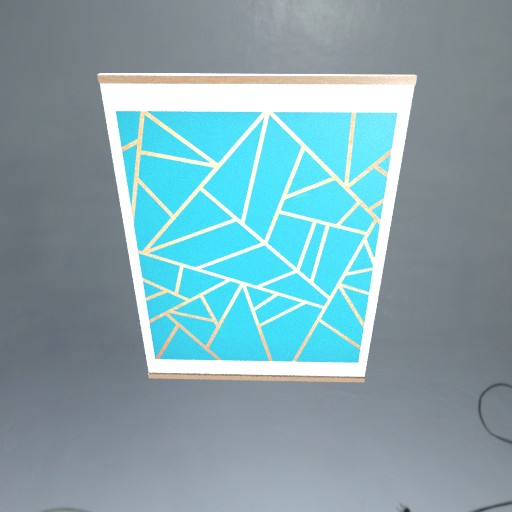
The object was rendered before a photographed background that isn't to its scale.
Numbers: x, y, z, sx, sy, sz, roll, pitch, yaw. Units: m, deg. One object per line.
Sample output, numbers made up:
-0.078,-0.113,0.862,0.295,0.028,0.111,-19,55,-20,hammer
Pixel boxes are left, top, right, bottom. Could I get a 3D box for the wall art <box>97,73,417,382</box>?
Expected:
0.000,0.000,0.795,0.459,0.608,0.012,1,31,1,wall art
